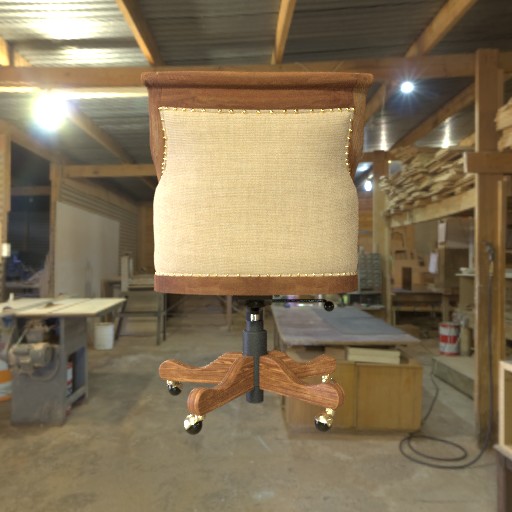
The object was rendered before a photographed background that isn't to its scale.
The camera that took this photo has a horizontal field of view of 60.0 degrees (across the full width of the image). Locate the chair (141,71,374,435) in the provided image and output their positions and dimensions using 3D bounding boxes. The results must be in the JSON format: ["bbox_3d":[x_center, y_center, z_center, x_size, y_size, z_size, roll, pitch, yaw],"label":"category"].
[{"bbox_3d":[0.000,0.000,1.428,0.656,0.965,0.689,0,0,-1],"label":"chair"}]
